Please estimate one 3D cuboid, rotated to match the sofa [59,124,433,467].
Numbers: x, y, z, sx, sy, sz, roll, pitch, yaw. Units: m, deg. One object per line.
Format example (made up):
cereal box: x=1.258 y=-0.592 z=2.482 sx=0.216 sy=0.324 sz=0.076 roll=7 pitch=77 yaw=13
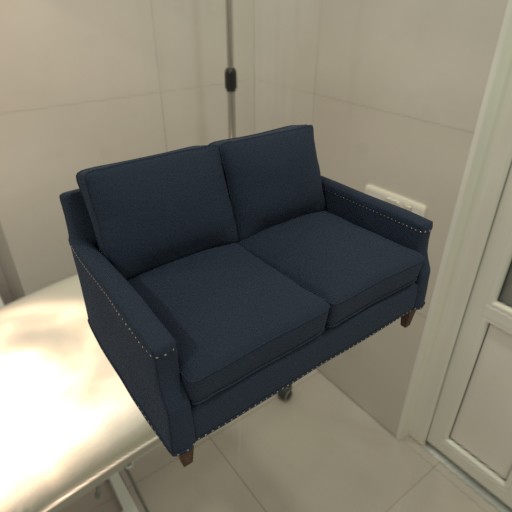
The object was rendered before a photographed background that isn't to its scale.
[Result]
sofa: x=0.000 y=0.000 z=2.260 sx=1.597 sy=1.003 sz=1.084 roll=-21 pitch=37 yaw=-31
